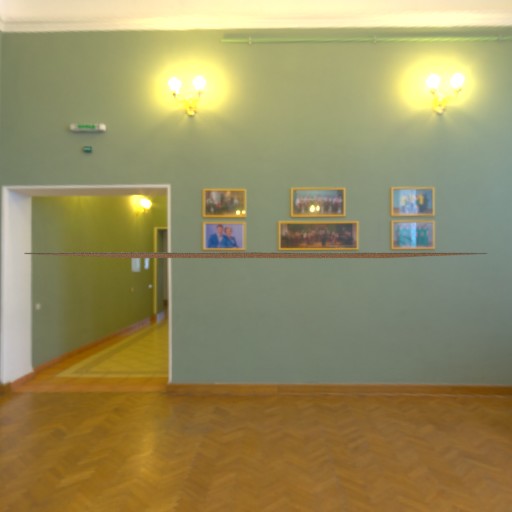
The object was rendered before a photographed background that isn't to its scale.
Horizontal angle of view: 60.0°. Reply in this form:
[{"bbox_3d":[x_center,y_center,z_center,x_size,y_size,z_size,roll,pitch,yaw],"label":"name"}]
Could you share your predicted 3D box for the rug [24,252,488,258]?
[{"bbox_3d":[0.000,0.000,4.090,3.048,0.013,2.438,0,-1,0],"label":"rug"}]
